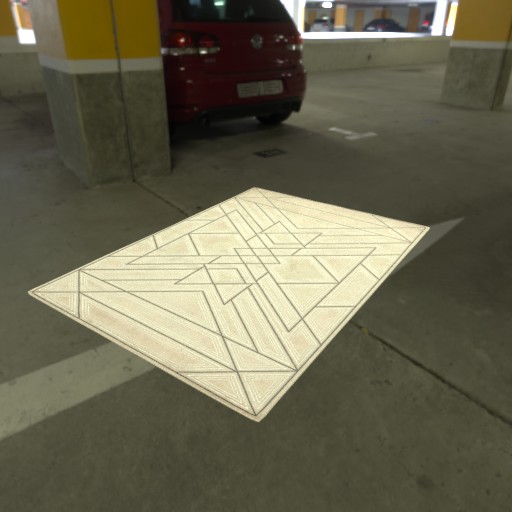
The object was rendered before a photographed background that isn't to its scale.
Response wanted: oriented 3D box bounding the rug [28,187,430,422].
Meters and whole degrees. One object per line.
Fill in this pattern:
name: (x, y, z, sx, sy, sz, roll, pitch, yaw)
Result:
rug: (0.000, 0.000, 4.394, 2.436, 0.026, 3.381, 18, 33, 31)
